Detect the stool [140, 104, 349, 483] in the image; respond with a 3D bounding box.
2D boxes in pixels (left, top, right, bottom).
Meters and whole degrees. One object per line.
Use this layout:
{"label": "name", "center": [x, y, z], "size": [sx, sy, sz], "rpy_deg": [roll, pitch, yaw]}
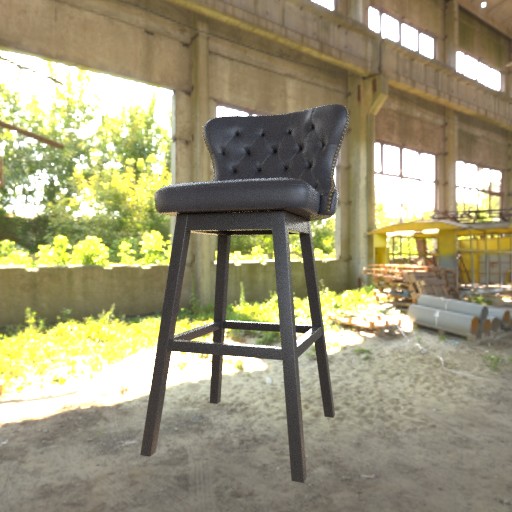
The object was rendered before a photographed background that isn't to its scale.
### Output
{"label": "stool", "center": [0.000, 0.000, 1.381], "size": [0.528, 1.050, 0.601], "rpy_deg": [0, 0, 19]}
